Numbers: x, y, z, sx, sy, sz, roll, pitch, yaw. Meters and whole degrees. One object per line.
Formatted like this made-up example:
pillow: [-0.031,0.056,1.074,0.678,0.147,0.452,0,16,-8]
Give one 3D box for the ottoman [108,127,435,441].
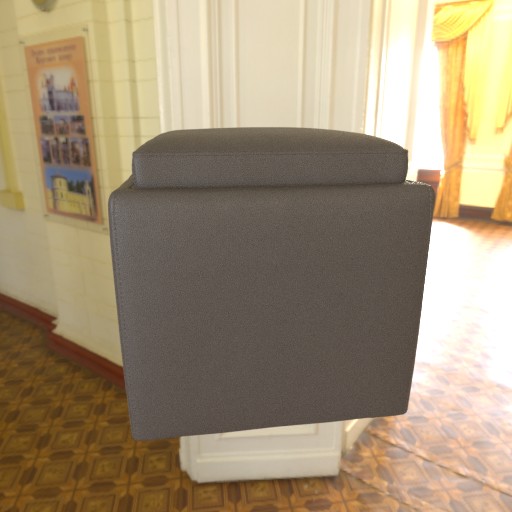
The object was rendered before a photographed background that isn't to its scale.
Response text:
ottoman: [0.000,0.000,0.826,0.450,0.460,0.451,-3,17,-8]
